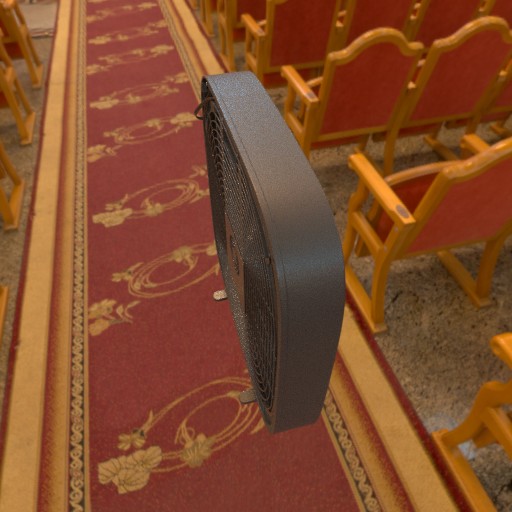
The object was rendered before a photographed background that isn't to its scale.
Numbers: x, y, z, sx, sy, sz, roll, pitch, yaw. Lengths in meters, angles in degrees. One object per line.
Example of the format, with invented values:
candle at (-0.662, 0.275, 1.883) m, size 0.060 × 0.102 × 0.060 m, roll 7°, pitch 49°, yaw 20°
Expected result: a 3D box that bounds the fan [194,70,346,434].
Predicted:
fan at (0.000, 0.000, 0.799) m, size 0.142 × 0.533 × 0.526 m, roll -11°, pitch 47°, yaw -10°
